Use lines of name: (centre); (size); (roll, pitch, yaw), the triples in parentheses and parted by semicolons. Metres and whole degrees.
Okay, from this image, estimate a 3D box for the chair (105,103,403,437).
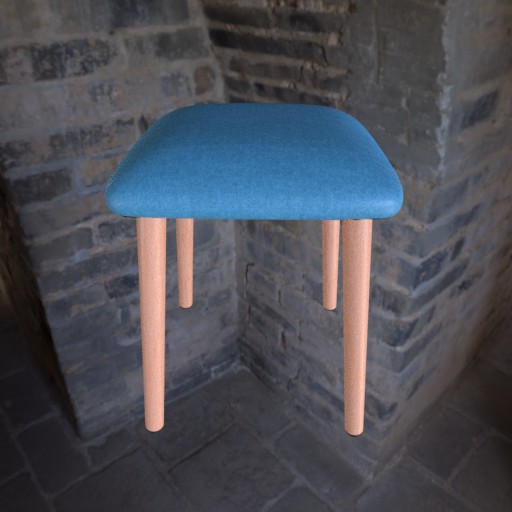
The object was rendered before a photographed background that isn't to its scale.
chair: (0.000, 0.000, 0.725); (0.360, 0.450, 0.360); (1, 31, 1)
